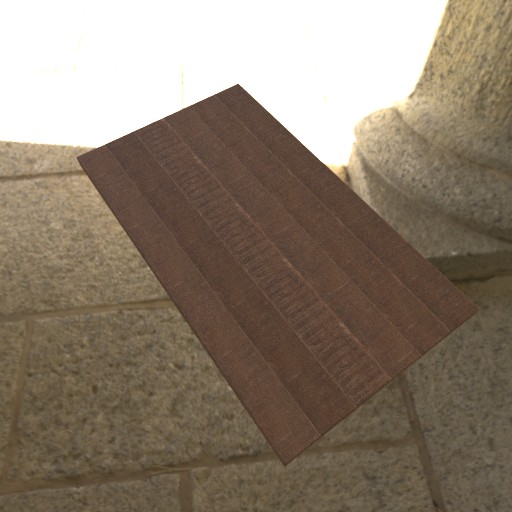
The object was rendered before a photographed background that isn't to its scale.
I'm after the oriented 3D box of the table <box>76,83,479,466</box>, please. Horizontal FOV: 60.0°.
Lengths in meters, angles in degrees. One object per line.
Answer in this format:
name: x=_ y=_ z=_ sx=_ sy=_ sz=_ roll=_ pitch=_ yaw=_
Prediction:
table: x=0.000 y=0.000 z=1.814 sx=0.800 sy=0.440 sz=1.400 roll=-31 pitch=64 yaw=-18
